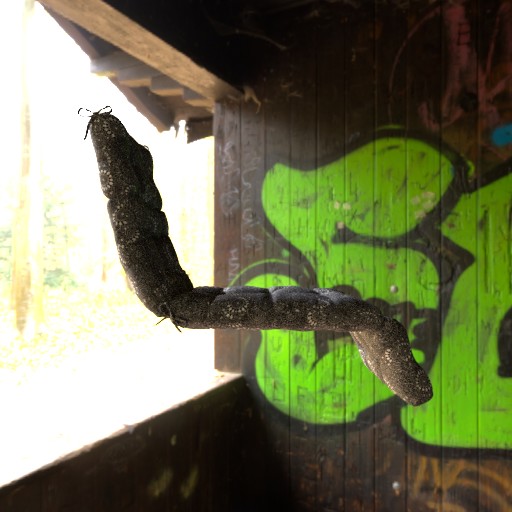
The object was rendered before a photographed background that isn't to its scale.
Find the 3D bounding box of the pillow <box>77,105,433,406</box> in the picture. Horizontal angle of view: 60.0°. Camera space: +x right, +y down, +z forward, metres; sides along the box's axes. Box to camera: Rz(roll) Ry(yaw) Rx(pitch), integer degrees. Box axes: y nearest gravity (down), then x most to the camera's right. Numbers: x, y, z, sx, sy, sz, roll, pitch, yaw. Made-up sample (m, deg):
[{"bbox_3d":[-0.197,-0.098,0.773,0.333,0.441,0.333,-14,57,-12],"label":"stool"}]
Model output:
[{"bbox_3d":[0.000,0.000,1.493,1.016,0.863,0.526,0,-1,-1],"label":"pillow"}]
